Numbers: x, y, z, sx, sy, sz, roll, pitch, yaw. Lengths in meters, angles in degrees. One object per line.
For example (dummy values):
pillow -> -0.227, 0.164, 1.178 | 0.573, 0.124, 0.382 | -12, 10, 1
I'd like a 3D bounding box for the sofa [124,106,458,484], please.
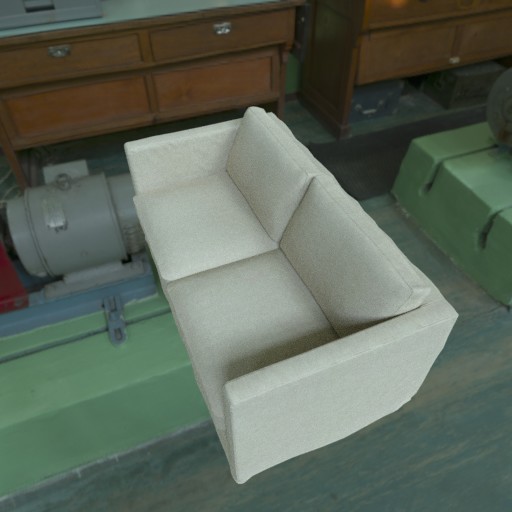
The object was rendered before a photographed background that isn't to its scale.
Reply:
sofa -> 0.000, 0.000, 2.268 | 0.962, 0.835, 1.719 | -17, 48, -16
